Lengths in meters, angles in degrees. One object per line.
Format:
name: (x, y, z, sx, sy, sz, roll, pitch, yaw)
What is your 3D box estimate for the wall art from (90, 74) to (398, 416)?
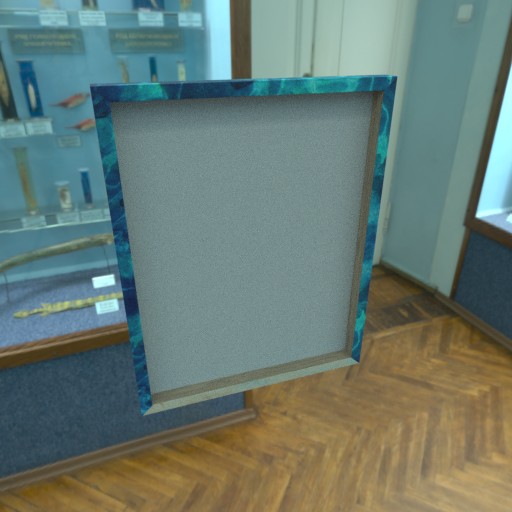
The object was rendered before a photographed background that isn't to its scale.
wall art: (0.000, 0.000, 0.856, 0.508, 0.635, 0.038, -9, 28, -17)
